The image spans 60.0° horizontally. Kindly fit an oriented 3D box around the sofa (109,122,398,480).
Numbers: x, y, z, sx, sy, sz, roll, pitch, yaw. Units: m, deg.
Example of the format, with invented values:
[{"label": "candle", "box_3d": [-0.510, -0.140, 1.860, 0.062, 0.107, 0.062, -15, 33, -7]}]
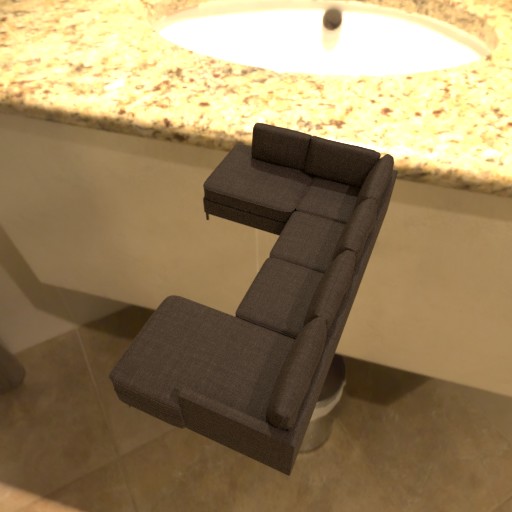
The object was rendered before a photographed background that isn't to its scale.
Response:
[{"label": "sofa", "box_3d": [0.000, 0.000, 4.420, 2.048, 0.999, 3.423, 18, 50, 16]}]
